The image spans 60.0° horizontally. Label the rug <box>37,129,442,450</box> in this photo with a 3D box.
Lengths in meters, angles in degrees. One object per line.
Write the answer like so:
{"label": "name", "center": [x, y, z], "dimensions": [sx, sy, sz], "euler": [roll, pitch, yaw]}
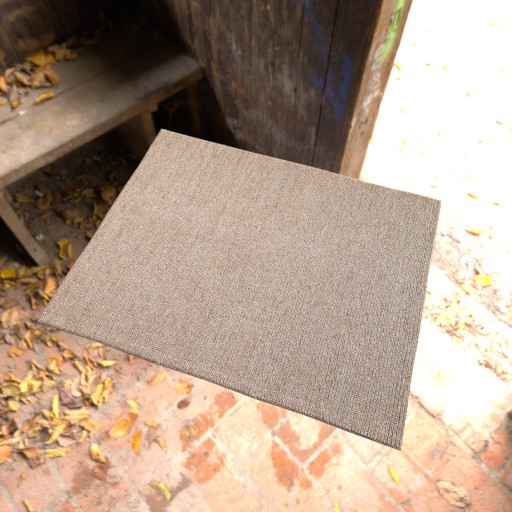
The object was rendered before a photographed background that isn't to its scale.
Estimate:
{"label": "rug", "center": [0.000, 0.000, 4.021], "dimensions": [3.034, 0.012, 2.406], "euler": [16, 60, 10]}
